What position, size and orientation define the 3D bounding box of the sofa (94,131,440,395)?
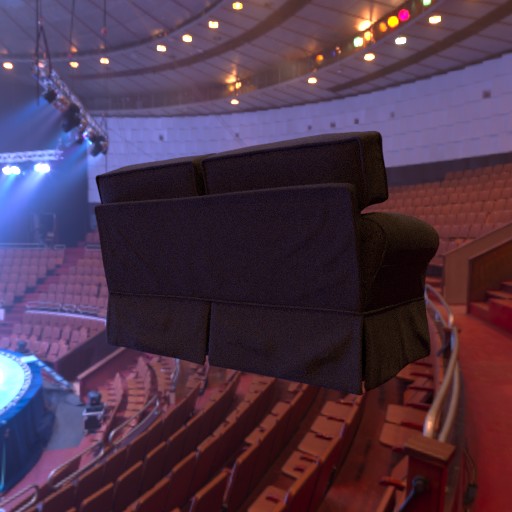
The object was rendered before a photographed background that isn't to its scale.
[{"bbox_3d":[0.000,0.000,2.476,1.801,1.059,0.997,1,2,35],"label":"sofa"}]
